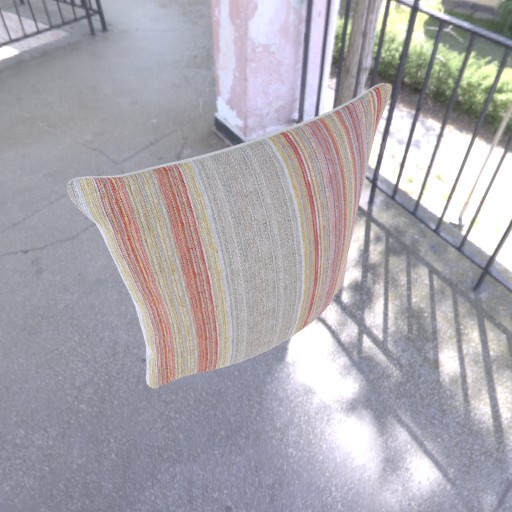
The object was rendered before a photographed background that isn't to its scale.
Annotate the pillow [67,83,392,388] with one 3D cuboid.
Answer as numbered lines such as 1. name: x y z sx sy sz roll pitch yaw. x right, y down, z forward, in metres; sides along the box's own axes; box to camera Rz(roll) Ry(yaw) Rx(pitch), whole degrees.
1. pillow: 0.000 0.000 0.689 0.451 0.449 0.191 -24 51 -22
